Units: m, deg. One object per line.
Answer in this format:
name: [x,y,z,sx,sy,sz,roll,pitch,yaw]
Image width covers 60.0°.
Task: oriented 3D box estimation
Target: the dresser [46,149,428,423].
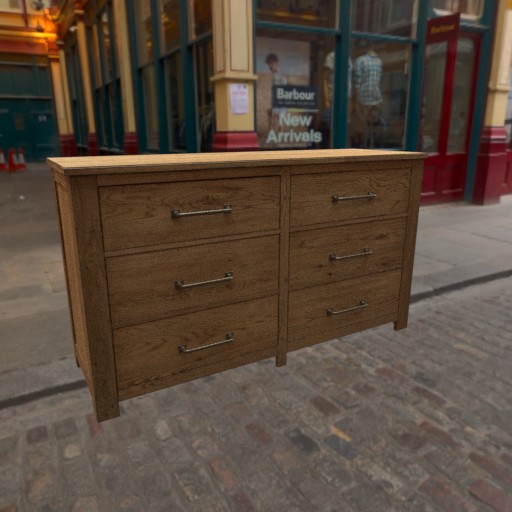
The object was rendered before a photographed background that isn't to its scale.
dresser: [0.000,0.000,2.101,1.657,0.932,0.563,-9,18,-29]
